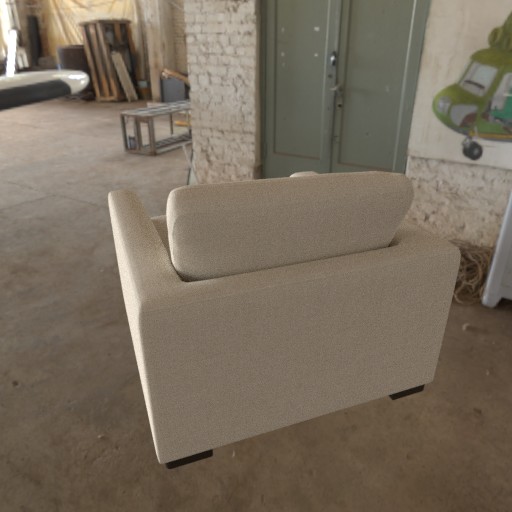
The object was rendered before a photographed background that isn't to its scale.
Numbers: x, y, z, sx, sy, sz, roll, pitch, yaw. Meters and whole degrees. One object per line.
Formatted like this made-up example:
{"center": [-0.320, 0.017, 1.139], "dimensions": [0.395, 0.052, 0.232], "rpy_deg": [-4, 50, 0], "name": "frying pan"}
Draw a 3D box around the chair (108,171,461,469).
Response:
{"center": [0.000, 0.000, 1.839], "dimensions": [1.070, 0.876, 1.100], "rpy_deg": [-9, 28, -19], "name": "chair"}
